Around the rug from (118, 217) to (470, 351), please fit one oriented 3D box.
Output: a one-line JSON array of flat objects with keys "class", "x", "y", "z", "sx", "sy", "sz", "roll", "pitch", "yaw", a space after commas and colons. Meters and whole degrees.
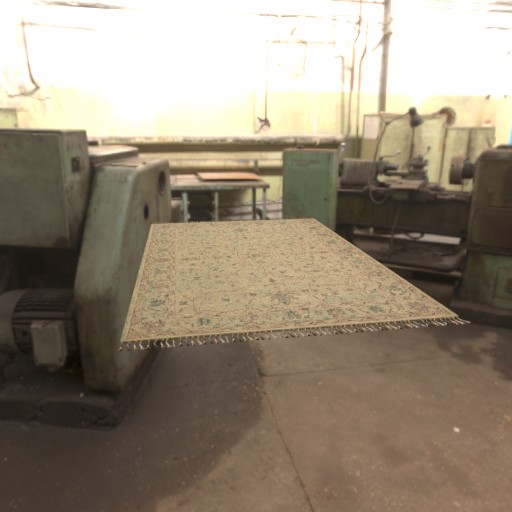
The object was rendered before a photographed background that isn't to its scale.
[{"class": "rug", "x": 0.000, "y": 0.000, "z": 2.999, "sx": 1.544, "sy": 0.010, "sz": 2.435, "roll": -3, "pitch": 16, "yaw": -9}]
